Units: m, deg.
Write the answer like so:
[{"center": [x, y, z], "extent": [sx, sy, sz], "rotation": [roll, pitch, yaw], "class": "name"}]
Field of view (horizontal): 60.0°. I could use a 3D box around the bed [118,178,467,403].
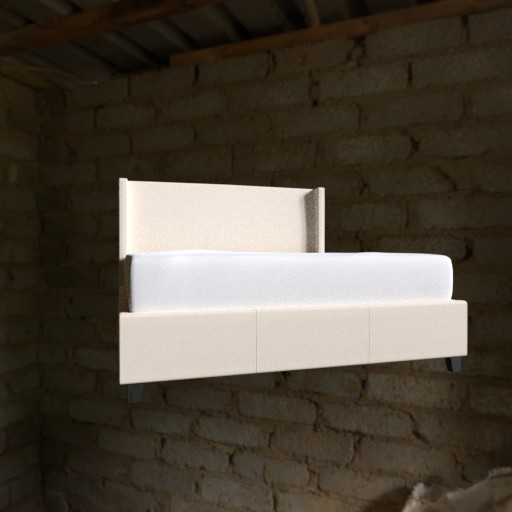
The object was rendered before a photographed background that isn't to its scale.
[{"center": [0.000, 0.000, 3.602], "extent": [2.145, 1.471, 2.293], "rotation": [0, 0, -17], "class": "bed"}]
